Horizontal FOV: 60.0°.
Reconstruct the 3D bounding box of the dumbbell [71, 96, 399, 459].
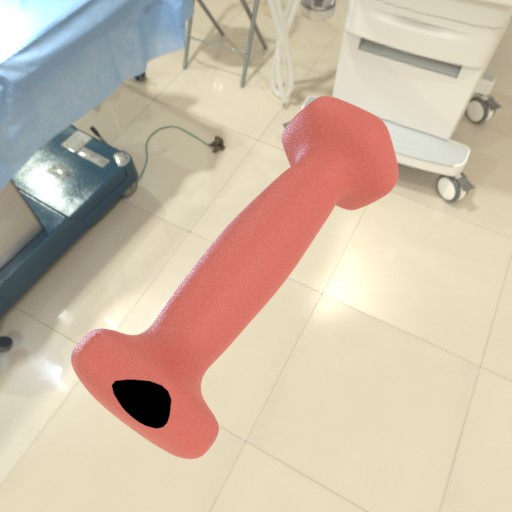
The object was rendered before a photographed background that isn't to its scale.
[{"bbox_3d":[0.000,0.000,0.142,0.047,0.043,0.123,31,64,17],"label":"dumbbell"}]
